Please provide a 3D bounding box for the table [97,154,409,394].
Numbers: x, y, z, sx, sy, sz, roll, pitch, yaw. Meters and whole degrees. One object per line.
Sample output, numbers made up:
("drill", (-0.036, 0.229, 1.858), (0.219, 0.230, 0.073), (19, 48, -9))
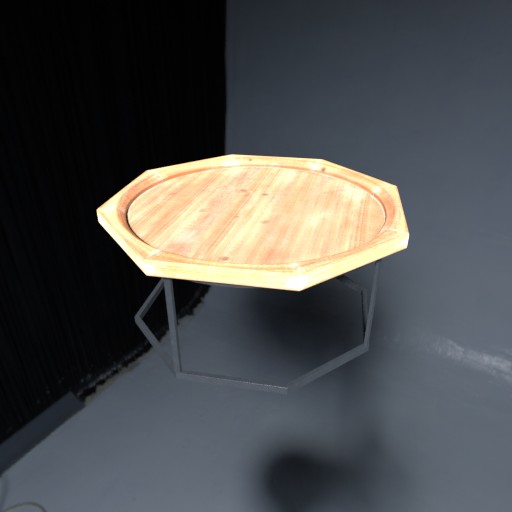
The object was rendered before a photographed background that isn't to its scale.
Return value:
("table", (0.000, 0.000, 1.560), (1.002, 0.444, 1.002), (0, 29, 0))
